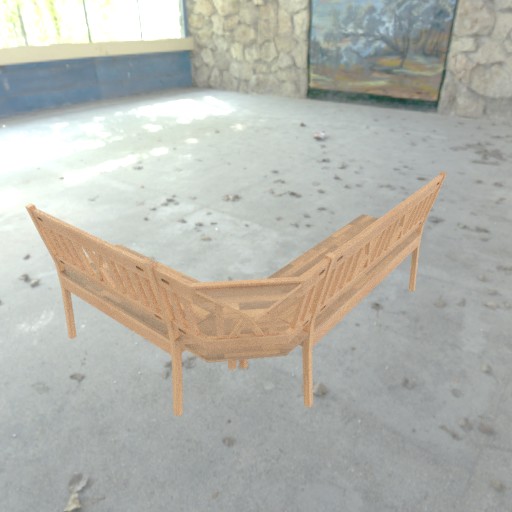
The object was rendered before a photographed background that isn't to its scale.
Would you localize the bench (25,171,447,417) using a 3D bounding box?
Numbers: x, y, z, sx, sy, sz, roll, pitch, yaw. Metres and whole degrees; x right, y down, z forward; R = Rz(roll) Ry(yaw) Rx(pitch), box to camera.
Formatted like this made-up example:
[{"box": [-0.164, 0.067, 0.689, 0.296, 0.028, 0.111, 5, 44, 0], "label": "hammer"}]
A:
[{"box": [0.000, 0.000, 2.768, 1.537, 0.902, 1.937, 21, 35, 33], "label": "bench"}]
